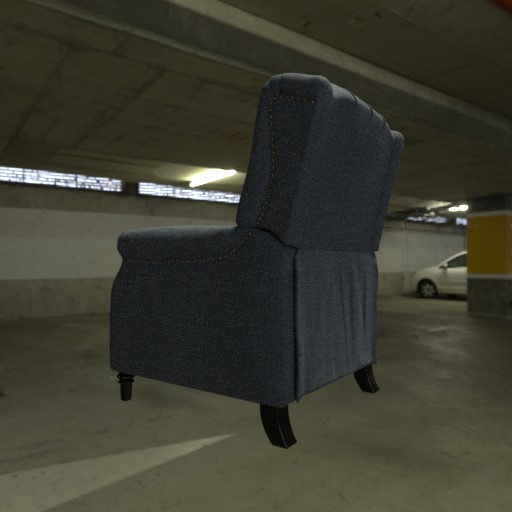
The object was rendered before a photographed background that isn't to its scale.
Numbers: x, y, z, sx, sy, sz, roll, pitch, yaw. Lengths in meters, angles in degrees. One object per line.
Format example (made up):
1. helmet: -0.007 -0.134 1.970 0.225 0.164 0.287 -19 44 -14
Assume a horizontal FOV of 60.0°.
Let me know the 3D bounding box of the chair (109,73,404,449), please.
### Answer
1. chair: 0.000 0.000 1.631 0.898 1.035 0.742 -1 -1 36
